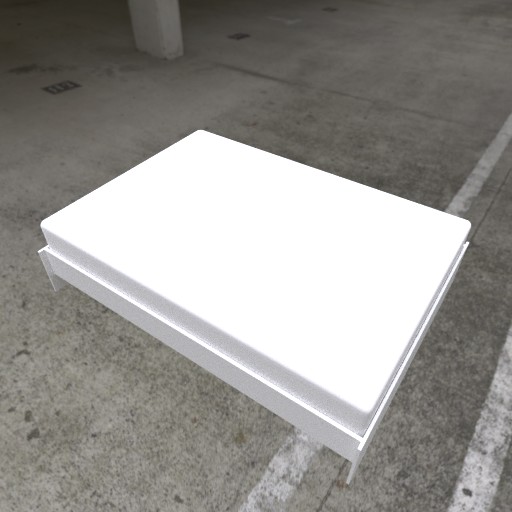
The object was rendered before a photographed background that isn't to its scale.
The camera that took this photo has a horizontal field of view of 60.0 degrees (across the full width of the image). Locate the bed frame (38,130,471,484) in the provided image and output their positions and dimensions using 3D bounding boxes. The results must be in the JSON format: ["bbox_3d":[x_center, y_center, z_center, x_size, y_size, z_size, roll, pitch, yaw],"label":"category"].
[{"bbox_3d":[0.000,0.000,2.534,1.945,0.497,1.445,25,48,25],"label":"bed frame"}]
